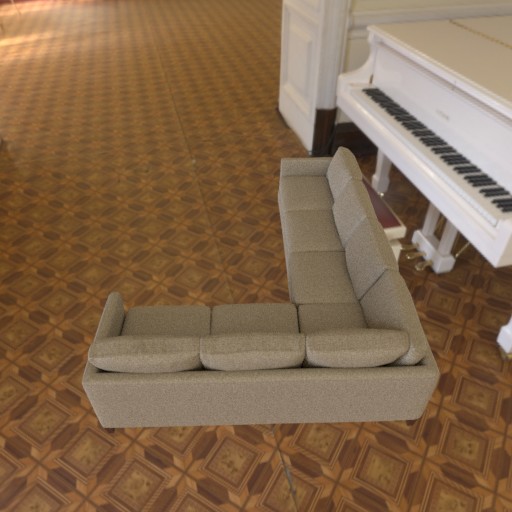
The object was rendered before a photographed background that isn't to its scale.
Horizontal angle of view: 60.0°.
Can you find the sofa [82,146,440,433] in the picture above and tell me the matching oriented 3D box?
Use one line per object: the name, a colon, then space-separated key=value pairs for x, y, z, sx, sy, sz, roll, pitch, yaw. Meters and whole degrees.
sofa: x=0.000 y=0.000 z=4.520 sx=2.593 sy=0.947 sz=3.302 roll=-1 pitch=40 yaw=-1
